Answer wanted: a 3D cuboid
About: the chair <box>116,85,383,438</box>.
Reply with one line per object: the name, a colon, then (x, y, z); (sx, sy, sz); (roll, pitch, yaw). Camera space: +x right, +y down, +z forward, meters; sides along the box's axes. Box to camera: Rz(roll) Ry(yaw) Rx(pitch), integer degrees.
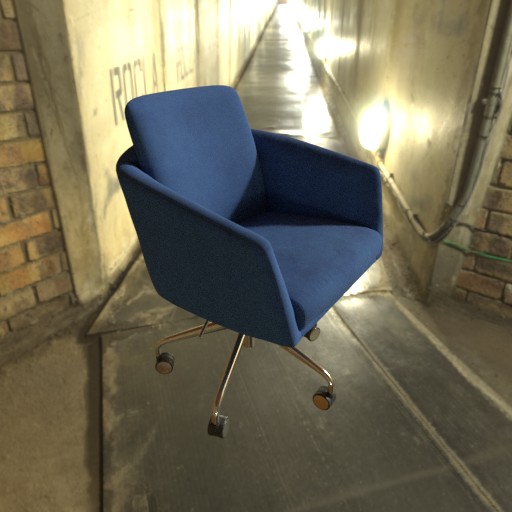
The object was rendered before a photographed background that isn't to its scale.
chair: (0.000, 0.000, 1.334); (0.635, 0.908, 0.641); (18, 32, 31)
